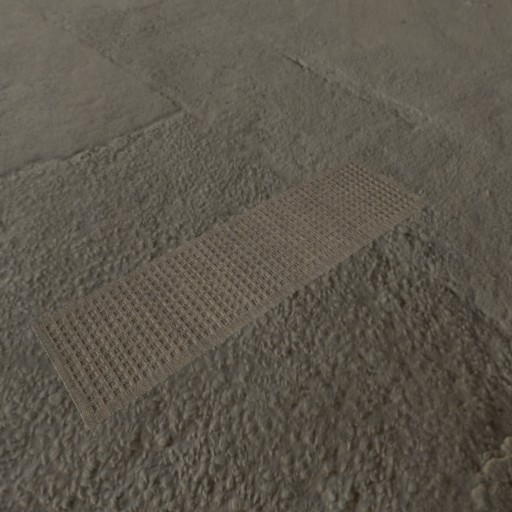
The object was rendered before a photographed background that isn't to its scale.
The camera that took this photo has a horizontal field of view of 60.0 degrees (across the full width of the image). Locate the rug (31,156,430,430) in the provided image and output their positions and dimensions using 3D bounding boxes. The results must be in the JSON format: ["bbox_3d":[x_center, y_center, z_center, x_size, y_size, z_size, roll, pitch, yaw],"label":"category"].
[{"bbox_3d":[0.000,0.000,2.647,2.443,0.009,0.706,-30,54,-25],"label":"rug"}]
